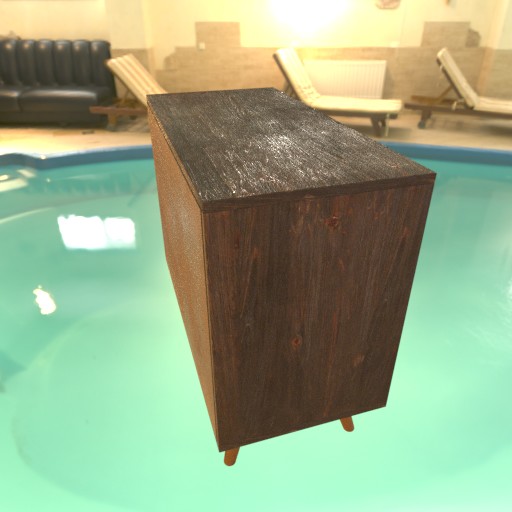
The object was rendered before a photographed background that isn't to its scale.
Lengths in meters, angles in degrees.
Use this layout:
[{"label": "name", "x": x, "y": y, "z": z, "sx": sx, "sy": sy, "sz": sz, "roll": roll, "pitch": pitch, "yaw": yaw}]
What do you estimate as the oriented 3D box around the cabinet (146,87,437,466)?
[{"label": "cabinet", "x": 0.000, "y": 0.000, "z": 1.509, "sx": 0.529, "sy": 0.897, "sz": 1.023, "roll": -9, "pitch": 32, "yaw": -15}]
